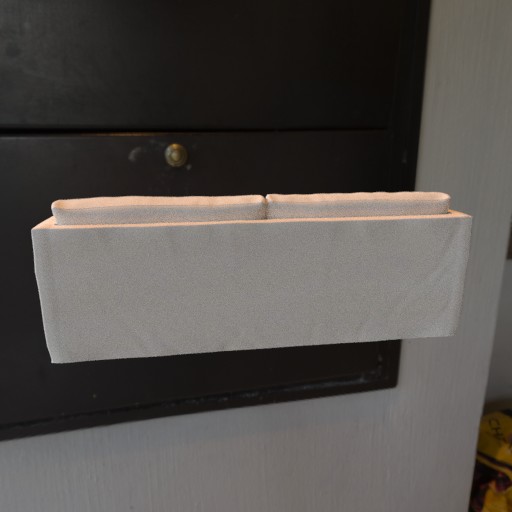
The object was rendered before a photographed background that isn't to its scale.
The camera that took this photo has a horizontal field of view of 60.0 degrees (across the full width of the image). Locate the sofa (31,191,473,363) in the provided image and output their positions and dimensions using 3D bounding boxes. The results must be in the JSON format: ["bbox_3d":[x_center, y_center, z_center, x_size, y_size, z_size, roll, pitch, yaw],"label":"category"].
[{"bbox_3d":[0.000,0.000,3.275,2.779,0.999,1.036,-2,15,-8],"label":"sofa"}]
